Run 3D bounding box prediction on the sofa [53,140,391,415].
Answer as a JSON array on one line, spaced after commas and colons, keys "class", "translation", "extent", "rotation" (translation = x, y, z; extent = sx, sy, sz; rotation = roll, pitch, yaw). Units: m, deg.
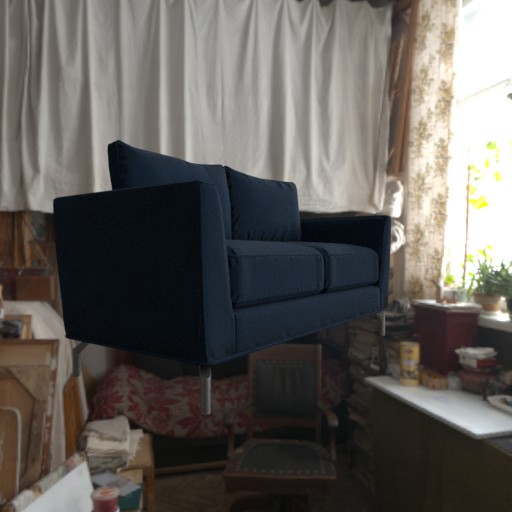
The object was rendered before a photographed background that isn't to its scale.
[{"class": "sofa", "translation": [0.000, 0.000, 2.327], "extent": [0.853, 1.002, 1.770], "rotation": [1, 1, 36]}]
